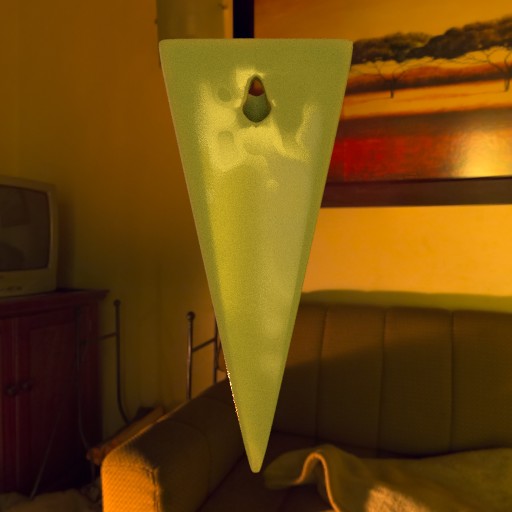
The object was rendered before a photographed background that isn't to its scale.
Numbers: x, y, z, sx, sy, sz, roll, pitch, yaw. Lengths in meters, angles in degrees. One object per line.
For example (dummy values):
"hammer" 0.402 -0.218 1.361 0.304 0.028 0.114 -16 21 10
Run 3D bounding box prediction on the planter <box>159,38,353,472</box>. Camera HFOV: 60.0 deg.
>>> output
"planter" 0.000 0.000 0.212 0.080 0.178 0.064 0 1 0
